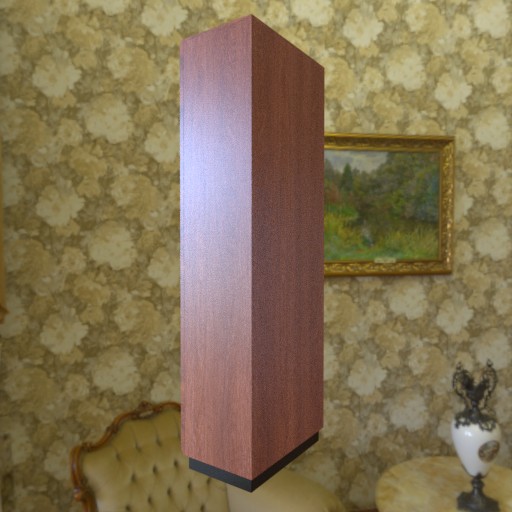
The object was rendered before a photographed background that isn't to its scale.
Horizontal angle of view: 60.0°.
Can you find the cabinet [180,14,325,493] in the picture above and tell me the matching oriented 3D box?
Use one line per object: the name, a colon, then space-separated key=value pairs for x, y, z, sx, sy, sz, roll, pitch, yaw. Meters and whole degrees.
cabinet: x=0.000 y=0.000 z=2.207 sx=0.420 sy=1.980 sz=0.660 roll=1 pitch=1 yaw=35
